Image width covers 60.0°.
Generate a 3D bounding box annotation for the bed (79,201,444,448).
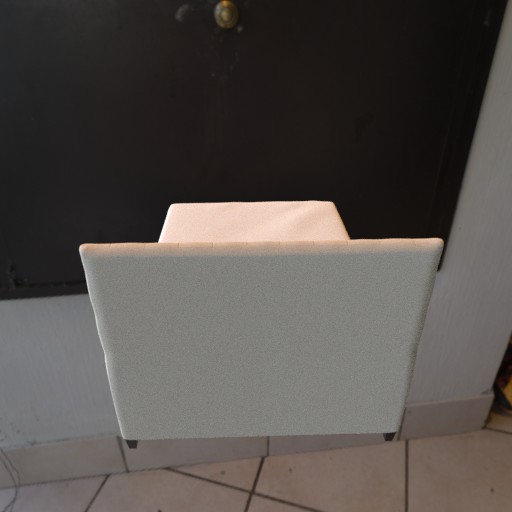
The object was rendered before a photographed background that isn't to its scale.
[{"bbox_3d":[0.000,0.000,3.316,1.696,1.426,2.233,-1,31,-2],"label":"bed"}]
